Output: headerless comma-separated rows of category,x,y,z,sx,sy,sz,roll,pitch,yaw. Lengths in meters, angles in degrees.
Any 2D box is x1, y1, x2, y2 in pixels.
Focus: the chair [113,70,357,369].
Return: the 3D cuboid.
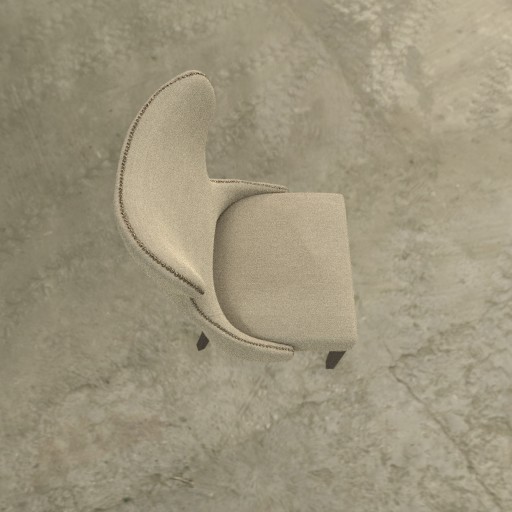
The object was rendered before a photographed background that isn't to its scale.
chair,0.000,0.000,1.419,0.635,0.967,0.628,0,64,0
